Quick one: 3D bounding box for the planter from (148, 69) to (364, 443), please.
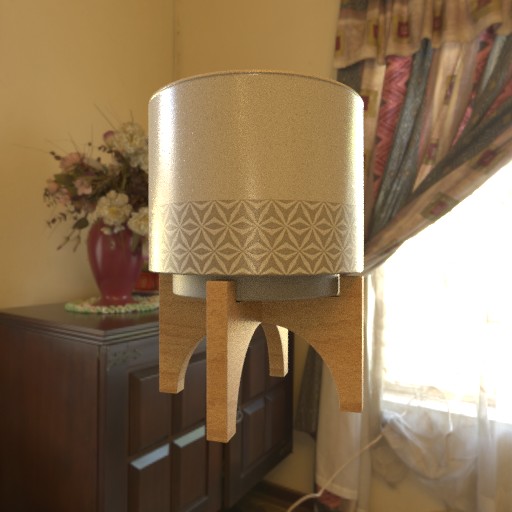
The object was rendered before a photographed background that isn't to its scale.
[{"bbox_3d":[0.000,0.000,0.529,0.249,0.343,0.249,0,1,0],"label":"planter"}]
